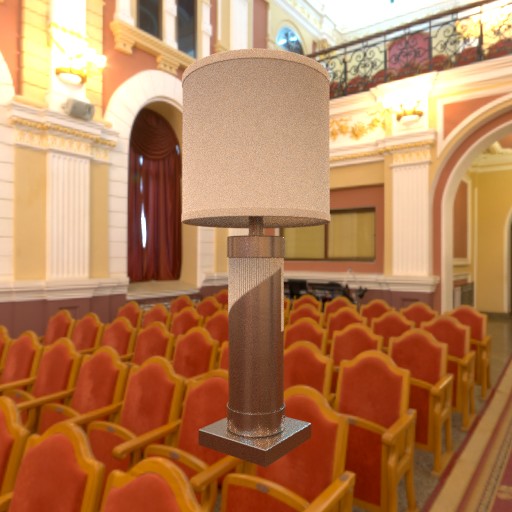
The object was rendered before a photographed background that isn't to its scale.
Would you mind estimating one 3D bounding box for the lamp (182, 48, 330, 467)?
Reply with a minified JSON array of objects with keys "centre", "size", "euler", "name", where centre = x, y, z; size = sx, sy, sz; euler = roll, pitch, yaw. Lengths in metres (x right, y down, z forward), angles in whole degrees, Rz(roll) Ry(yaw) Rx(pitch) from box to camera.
[{"centre":[0.000,0.000,0.611],"size":[0.202,0.509,0.202],"euler":[0,-1,36],"name":"lamp"}]
